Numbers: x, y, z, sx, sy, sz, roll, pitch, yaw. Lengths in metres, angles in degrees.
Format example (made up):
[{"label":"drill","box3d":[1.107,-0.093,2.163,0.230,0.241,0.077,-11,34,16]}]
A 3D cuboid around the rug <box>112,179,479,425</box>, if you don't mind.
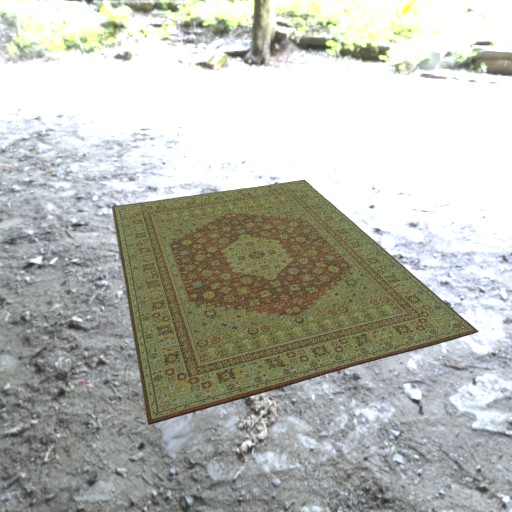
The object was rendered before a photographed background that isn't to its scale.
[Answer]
[{"label":"rug","box3d":[0.000,0.000,4.112,2.387,0.013,3.053,-11,34,-16]}]
